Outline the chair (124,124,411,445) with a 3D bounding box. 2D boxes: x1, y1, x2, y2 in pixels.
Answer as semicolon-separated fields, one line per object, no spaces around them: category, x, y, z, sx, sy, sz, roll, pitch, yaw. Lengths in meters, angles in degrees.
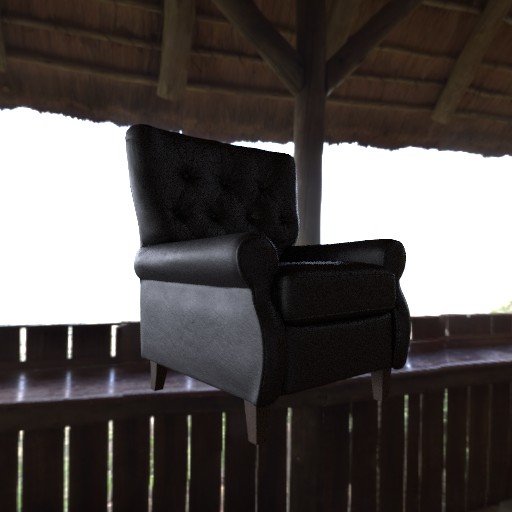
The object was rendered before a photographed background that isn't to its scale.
chair;0.000;0.000;1.910;0.948;1.158;1.058;0;0;-39
